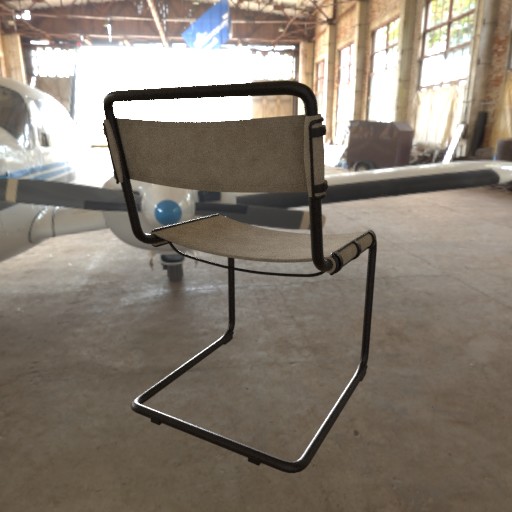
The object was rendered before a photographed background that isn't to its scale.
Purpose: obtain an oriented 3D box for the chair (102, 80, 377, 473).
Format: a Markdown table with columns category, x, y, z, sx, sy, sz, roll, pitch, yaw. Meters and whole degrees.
| category | x | y | z | sx | sy | sz | roll | pitch | yaw |
| --- | --- | --- | --- | --- | --- | --- | --- | --- | --- |
| chair | 0.000 | 0.000 | 1.089 | 0.499 | 0.747 | 0.497 | 9 | 18 | 28 |
